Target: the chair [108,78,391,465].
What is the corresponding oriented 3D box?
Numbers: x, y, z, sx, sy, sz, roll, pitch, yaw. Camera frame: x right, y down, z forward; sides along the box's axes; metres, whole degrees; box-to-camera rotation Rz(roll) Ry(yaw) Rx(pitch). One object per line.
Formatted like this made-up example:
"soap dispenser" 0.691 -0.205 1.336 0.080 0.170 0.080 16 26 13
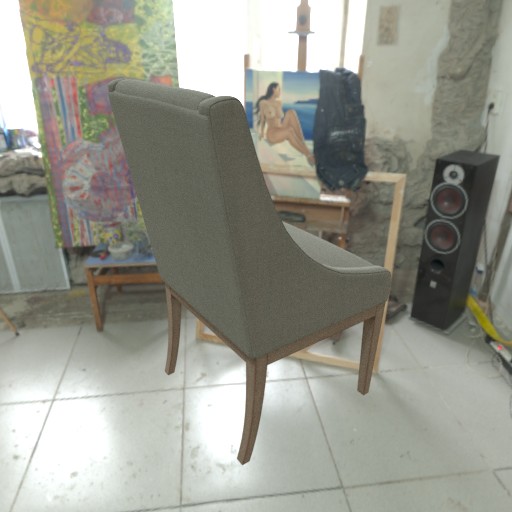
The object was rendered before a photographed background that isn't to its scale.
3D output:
"chair" 0.000 0.000 1.370 0.611 1.021 0.575 -18 32 -32
